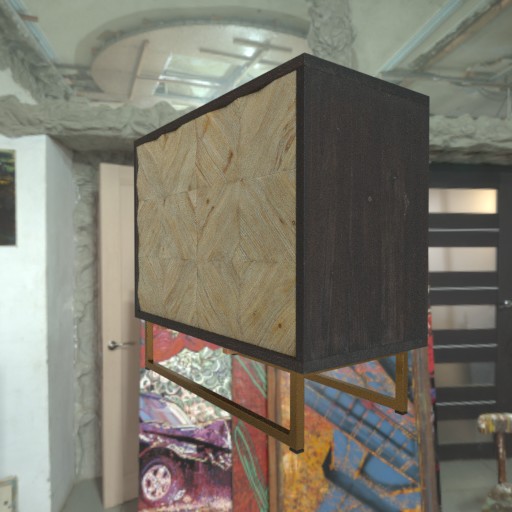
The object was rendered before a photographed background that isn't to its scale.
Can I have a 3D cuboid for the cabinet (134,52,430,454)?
[{"bbox_3d":[0.000,0.000,1.438,0.451,0.860,0.950,-1,1,-36],"label":"cabinet"}]
